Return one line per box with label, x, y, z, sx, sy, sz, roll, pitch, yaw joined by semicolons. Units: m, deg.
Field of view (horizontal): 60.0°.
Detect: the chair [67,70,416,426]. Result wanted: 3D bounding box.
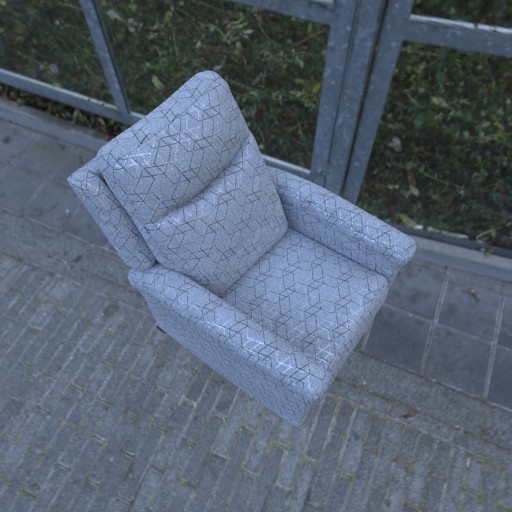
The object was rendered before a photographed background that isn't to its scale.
chair;0.000;0.000;1.728;0.987;1.048;0.753;32;64;18
